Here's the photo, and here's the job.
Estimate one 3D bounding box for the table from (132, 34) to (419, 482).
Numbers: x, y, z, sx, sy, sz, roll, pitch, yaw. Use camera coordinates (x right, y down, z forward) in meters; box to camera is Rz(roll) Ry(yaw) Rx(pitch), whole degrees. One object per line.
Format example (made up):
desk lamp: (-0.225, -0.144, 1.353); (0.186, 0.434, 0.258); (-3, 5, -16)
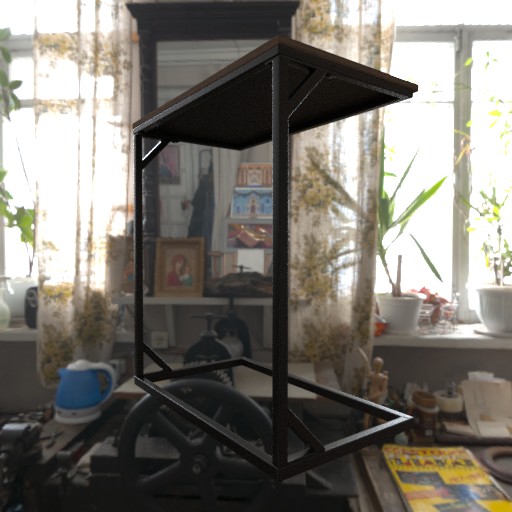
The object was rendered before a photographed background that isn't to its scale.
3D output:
table: (0.000, 0.000, 1.008); (0.351, 0.673, 0.597); (-1, 2, -36)
